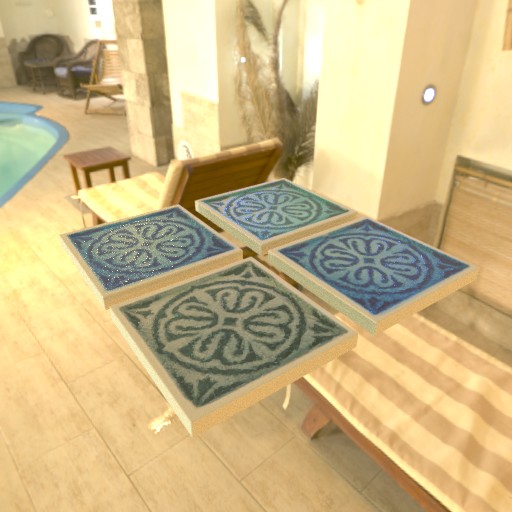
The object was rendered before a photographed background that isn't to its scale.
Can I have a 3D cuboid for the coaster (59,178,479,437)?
[{"bbox_3d":[0.000,0.000,0.321,0.219,0.010,0.214,-19,35,-30],"label":"coaster"}]
